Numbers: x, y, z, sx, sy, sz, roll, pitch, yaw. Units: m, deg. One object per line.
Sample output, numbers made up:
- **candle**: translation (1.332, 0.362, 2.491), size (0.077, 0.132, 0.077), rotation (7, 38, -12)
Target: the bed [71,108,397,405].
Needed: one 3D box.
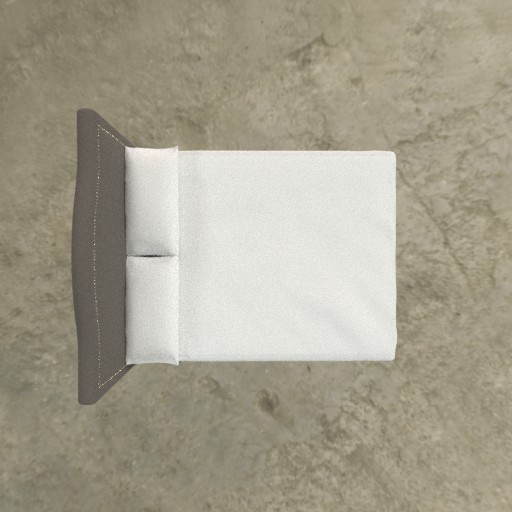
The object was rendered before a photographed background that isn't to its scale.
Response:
- **bed**: translation (0.000, 0.000, 3.079), size (2.036, 1.387, 1.666), rotation (0, 91, 0)
